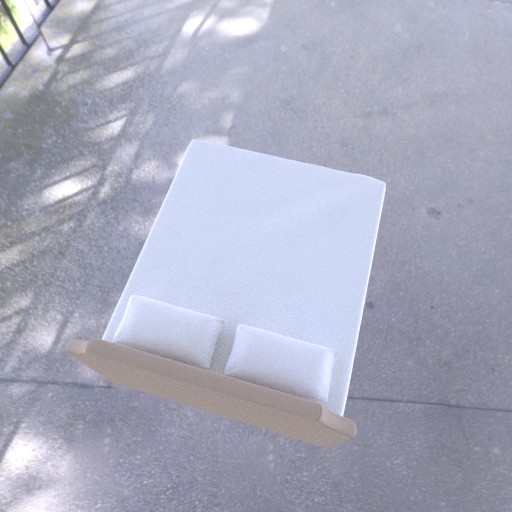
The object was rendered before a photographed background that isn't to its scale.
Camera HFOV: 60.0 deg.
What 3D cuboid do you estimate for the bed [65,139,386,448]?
[{"bbox_3d":[0.000,0.000,4.189,2.350,1.590,2.773,14,64,7],"label":"bed"}]
